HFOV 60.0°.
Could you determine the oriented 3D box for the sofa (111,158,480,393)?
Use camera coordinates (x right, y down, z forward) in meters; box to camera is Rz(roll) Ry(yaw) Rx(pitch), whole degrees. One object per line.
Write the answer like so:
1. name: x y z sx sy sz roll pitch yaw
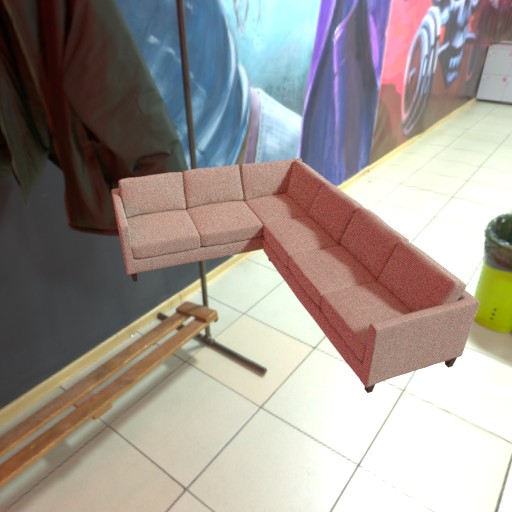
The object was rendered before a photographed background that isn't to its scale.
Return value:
1. sofa: 0.000 0.000 4.351 2.432 0.863 3.182 -11 33 -17
